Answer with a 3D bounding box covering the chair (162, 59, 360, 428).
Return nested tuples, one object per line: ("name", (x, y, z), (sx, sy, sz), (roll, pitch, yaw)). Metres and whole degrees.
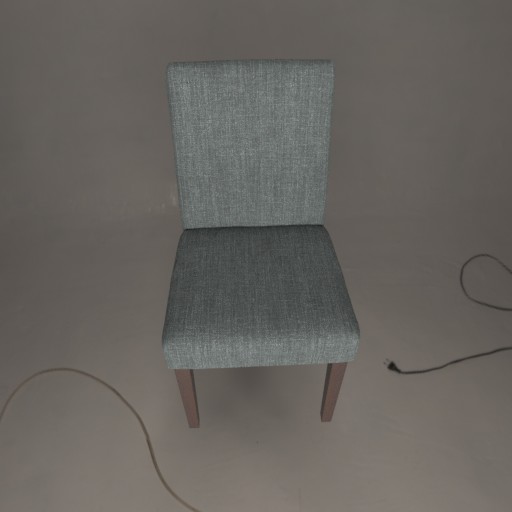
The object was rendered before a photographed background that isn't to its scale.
("chair", (0.000, 0.000, 1.265), (0.487, 0.884, 0.629), (-2, 46, -2))
